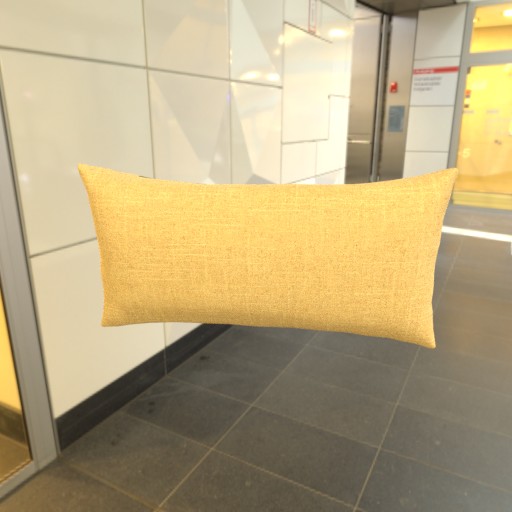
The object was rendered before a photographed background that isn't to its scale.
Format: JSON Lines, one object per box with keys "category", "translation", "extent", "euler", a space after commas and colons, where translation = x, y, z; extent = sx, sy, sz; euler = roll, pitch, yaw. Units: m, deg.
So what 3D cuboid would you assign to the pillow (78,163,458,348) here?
{"category": "pillow", "translation": [0.000, 0.000, 1.058], "extent": [0.859, 0.429, 0.197], "euler": [3, 17, 9]}
